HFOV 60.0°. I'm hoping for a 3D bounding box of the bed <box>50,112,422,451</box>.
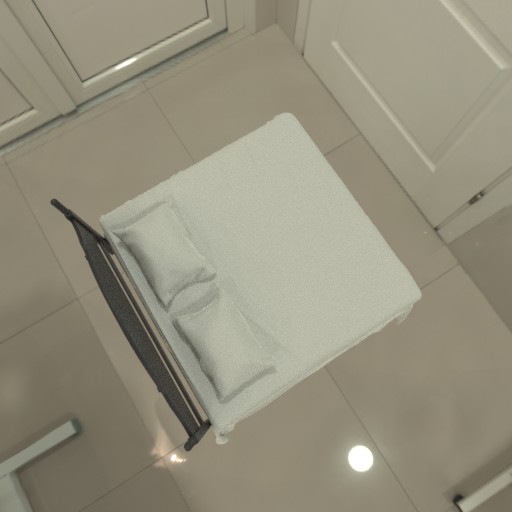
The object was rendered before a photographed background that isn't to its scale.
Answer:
[{"bbox_3d":[0.000,0.000,3.651,2.219,1.355,2.322,-31,78,-7],"label":"bed"}]
